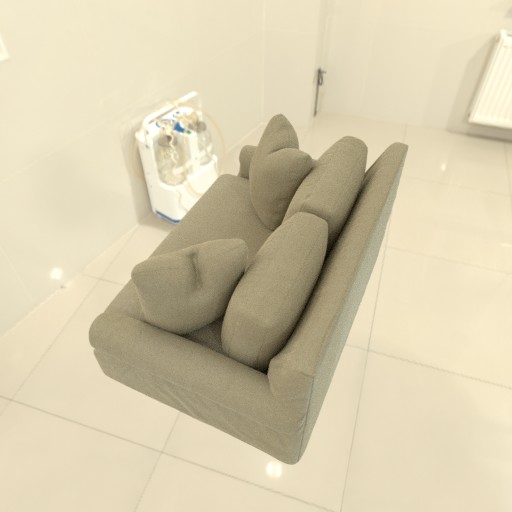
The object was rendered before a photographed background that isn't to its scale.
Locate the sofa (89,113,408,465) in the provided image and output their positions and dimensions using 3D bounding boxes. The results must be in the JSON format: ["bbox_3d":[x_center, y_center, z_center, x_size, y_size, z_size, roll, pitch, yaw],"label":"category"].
[{"bbox_3d":[0.000,0.000,2.204,1.070,0.905,1.550,19,50,17],"label":"sofa"}]
